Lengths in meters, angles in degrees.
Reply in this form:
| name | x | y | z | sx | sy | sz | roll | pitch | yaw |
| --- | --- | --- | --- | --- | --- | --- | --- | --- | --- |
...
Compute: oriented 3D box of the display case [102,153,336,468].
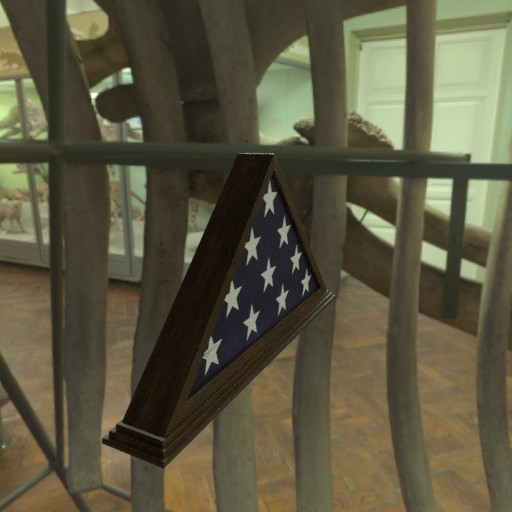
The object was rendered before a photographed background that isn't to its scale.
| name | x | y | z | sx | sy | sz | roll | pitch | yaw |
| --- | --- | --- | --- | --- | --- | --- | --- | --- | --- |
| display case | 0.000 | 0.000 | 0.755 | 0.095 | 0.340 | 0.640 | 7 | 16 | 26 |
